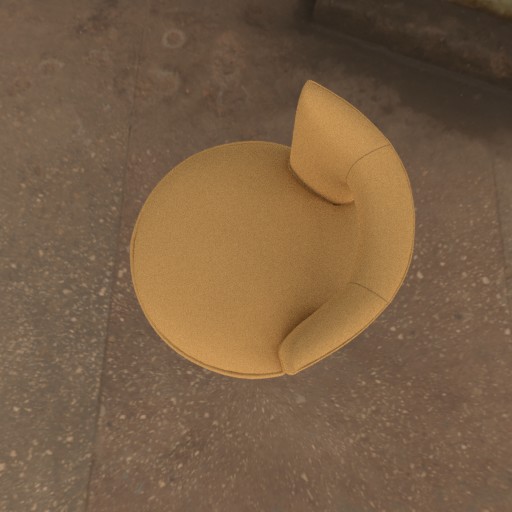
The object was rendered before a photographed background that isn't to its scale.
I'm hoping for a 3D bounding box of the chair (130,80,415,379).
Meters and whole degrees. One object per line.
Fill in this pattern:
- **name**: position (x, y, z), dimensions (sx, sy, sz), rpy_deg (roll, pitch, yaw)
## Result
- **chair**: position (0.000, 0.000, 1.215), dimensions (0.665, 0.723, 0.650), rpy_deg (4, 75, 1)
